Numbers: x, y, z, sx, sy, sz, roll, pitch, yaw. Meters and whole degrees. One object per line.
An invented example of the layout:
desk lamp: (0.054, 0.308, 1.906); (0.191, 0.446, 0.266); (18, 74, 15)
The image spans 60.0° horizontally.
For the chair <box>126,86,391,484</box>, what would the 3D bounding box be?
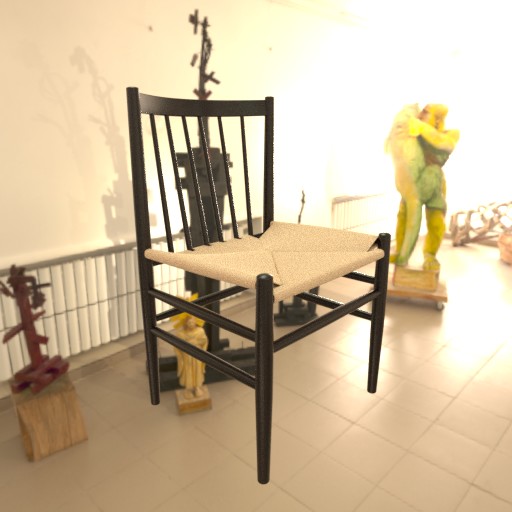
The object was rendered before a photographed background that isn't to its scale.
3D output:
chair: (0.000, 0.000, 1.155); (0.516, 0.818, 0.495); (15, 22, 41)
